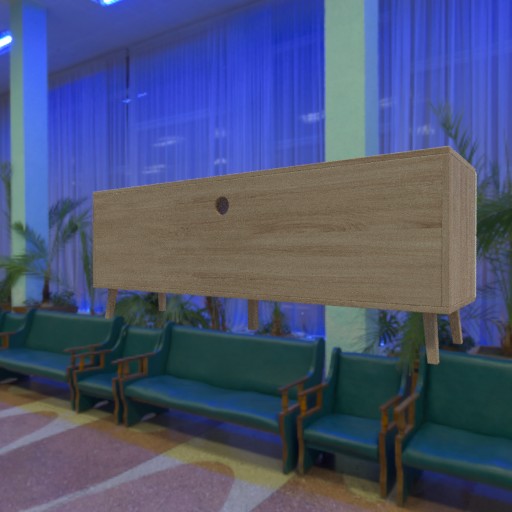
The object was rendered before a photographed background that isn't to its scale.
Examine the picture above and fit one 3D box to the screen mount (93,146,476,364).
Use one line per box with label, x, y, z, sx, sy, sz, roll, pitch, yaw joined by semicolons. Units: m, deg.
screen mount;0.000;0.000;1.731;1.500;0.570;0.420;0;1;35
